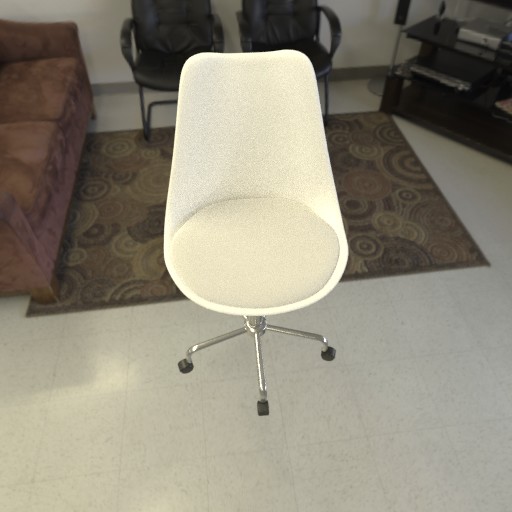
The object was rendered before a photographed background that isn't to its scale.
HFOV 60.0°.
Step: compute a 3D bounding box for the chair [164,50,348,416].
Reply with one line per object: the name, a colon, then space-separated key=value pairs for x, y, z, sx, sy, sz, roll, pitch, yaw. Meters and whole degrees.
chair: x=0.000 y=0.000 z=1.258 sx=0.550 sy=0.930 sz=0.550 roll=-3 pitch=47 yaw=-3
